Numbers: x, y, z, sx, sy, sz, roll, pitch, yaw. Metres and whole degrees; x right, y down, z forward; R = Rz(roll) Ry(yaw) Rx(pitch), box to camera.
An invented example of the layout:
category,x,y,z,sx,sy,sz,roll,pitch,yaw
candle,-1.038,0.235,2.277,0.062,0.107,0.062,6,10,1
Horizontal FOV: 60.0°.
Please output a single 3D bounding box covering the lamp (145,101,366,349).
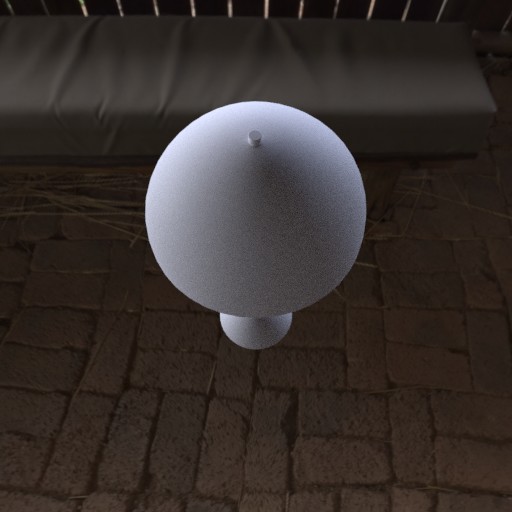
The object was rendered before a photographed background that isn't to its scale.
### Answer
category,x,y,z,sx,sy,sz,roll,pitch,yaw
lamp,0.000,0.000,0.419,0.171,0.330,0.171,0,63,0
